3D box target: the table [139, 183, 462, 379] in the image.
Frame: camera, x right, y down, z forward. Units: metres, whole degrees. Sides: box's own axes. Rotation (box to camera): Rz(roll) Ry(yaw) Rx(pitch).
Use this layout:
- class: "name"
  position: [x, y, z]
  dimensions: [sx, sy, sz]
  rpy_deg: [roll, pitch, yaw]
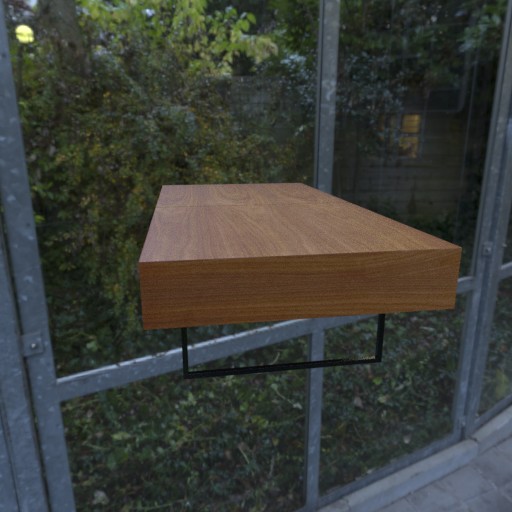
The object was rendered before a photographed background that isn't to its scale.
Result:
- class: "table"
  position: [0.000, 0.000, 1.422]
  dimensions: [0.610, 0.330, 1.194]
  rpy_deg: [-3, 16, -9]
